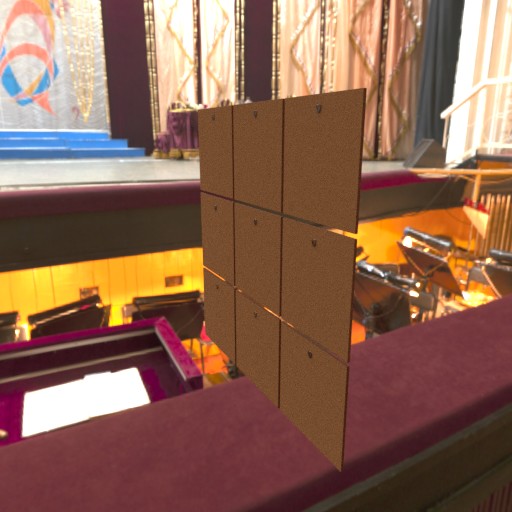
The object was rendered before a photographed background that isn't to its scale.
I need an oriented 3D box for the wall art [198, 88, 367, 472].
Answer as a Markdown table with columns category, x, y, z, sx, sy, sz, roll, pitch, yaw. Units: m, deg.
| category | x | y | z | sx | sy | sz | roll | pitch | yaw |
| --- | --- | --- | --- | --- | --- | --- | --- | --- | --- |
| wall art | 0.000 | 0.000 | 2.331 | 0.019 | 1.532 | 1.533 | -8 | 17 | -27 |
